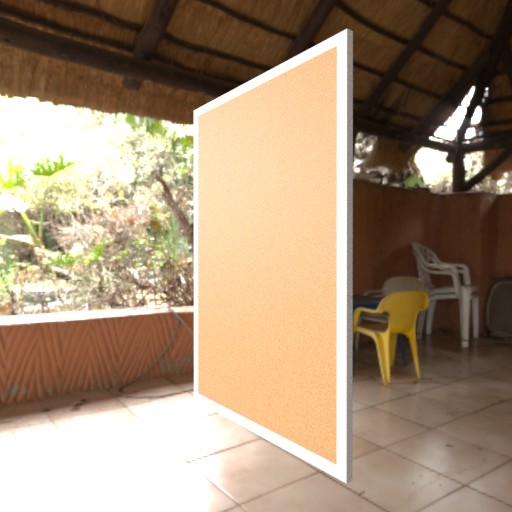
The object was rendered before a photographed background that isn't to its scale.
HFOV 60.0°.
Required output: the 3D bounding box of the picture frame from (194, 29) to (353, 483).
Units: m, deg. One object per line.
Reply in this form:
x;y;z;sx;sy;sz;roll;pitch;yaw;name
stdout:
0.000;0.000;0.827;0.013;0.657;0.457;0;0;-37;picture frame
